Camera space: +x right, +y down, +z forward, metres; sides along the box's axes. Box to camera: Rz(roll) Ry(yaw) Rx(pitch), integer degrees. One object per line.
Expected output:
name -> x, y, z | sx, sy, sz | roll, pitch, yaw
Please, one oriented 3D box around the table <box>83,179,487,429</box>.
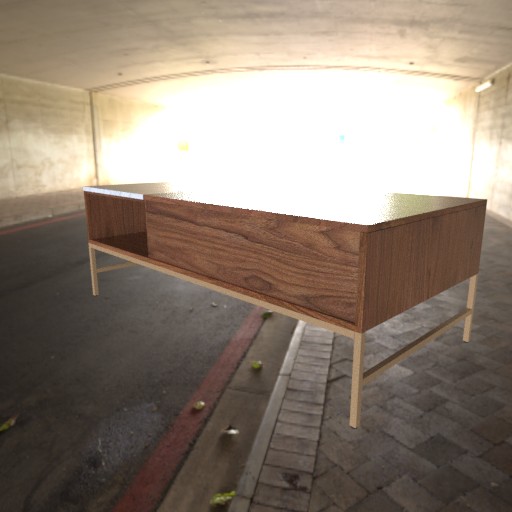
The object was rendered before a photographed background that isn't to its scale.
table -> 0.000, 0.000, 1.916 | 0.789, 0.551, 1.553 | -13, 19, -43
